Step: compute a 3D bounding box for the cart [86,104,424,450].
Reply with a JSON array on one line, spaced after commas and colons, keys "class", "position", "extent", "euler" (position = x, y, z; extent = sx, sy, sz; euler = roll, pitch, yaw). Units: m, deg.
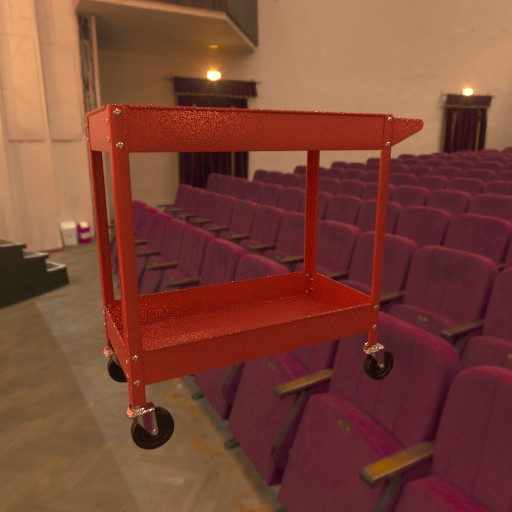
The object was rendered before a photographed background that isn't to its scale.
[{"class": "cart", "position": [0.000, 0.000, 1.182], "extent": [0.779, 0.719, 0.366], "euler": [-7, 16, -26]}]
